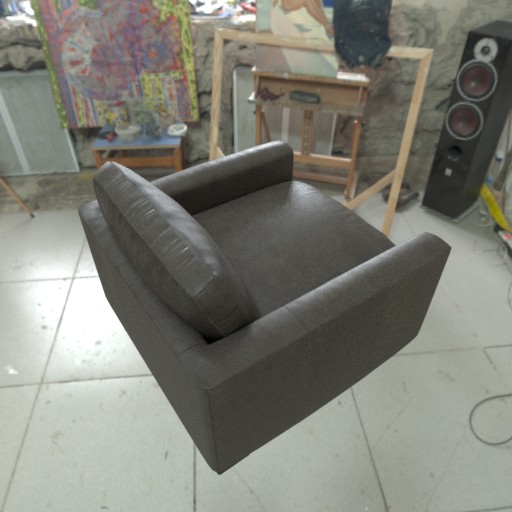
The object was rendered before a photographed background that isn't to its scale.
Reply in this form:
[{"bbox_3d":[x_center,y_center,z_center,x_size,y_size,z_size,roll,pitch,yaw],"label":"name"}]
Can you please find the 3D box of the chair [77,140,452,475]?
[{"bbox_3d":[0.000,0.000,1.833,1.080,0.807,1.106,-25,47,-26],"label":"chair"}]
